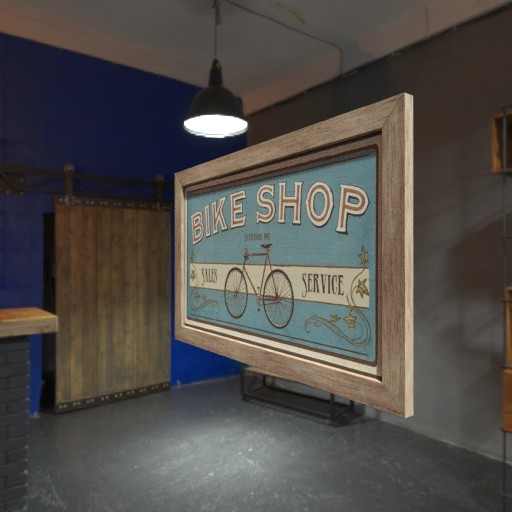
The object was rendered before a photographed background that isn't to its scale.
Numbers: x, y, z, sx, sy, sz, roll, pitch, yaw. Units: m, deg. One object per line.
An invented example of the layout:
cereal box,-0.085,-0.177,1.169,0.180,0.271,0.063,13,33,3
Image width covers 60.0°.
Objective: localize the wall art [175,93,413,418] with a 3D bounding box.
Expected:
wall art,0.000,0.000,0.974,0.021,0.480,0.780,0,0,-36
